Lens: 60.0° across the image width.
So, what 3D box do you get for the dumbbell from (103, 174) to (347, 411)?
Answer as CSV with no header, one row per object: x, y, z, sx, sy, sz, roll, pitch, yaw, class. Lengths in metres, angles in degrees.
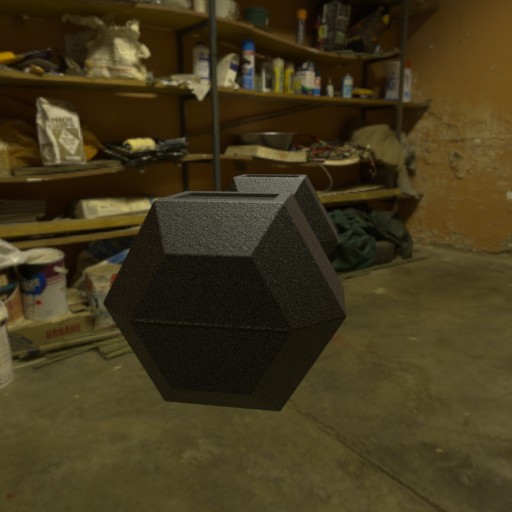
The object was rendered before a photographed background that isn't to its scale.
0.000,0.000,0.462,0.173,0.150,0.384,2,14,9,dumbbell
